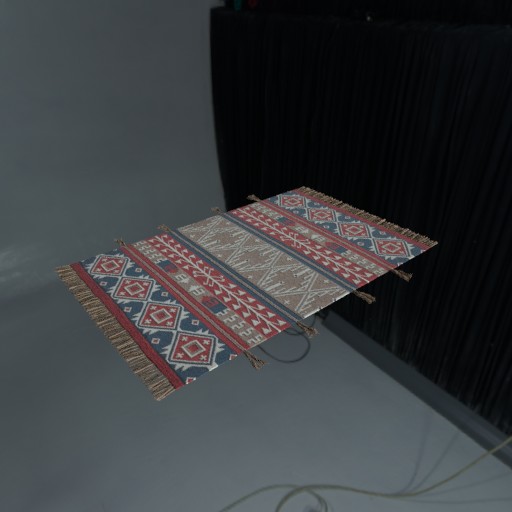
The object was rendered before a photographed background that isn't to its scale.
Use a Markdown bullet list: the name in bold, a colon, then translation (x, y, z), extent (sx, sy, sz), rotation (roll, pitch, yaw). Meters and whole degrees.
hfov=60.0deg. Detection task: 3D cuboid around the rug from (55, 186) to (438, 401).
- **rug**: translation (0.000, 0.000, 2.686), extent (2.025, 0.040, 1.469), rotation (-23, 38, -33)
